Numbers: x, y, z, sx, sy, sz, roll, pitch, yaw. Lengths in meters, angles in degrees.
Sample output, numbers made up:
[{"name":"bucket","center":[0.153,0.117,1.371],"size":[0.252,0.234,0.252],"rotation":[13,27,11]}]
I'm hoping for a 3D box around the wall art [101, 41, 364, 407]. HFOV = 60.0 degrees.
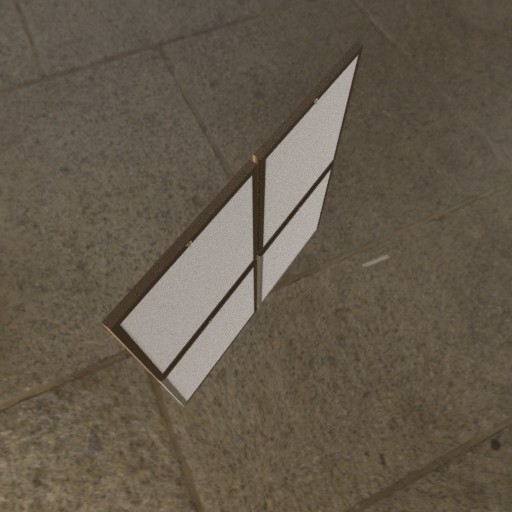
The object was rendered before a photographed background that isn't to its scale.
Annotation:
[{"name":"wall art","center":[0.000,0.000,1.535],"size":[0.030,1.032,1.032],"rotation":[32,67,15]}]
